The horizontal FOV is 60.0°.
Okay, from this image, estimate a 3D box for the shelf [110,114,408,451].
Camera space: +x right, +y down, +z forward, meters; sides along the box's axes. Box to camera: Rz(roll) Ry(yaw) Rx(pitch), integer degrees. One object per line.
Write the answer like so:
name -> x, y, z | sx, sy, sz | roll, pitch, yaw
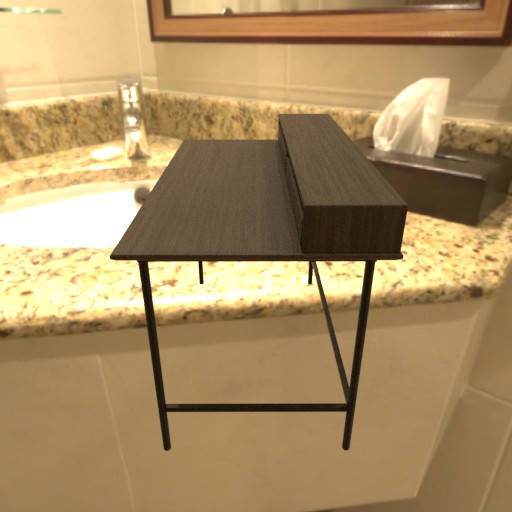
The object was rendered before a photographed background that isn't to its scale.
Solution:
shelf -> 0.000, 0.000, 1.713 | 0.685, 0.865, 1.212 | 0, 27, 0
